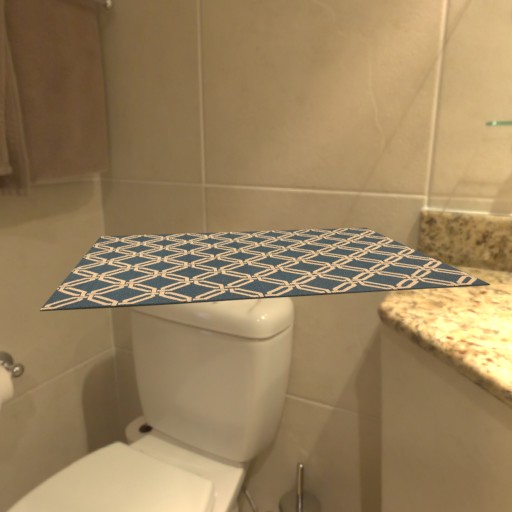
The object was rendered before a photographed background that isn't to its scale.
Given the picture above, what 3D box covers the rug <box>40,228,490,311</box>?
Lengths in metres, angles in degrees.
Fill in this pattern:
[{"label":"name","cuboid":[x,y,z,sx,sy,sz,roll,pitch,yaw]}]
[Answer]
[{"label":"rug","cuboid":[0.000,0.000,4.386,3.342,0.018,2.432,-2,15,-9]}]
